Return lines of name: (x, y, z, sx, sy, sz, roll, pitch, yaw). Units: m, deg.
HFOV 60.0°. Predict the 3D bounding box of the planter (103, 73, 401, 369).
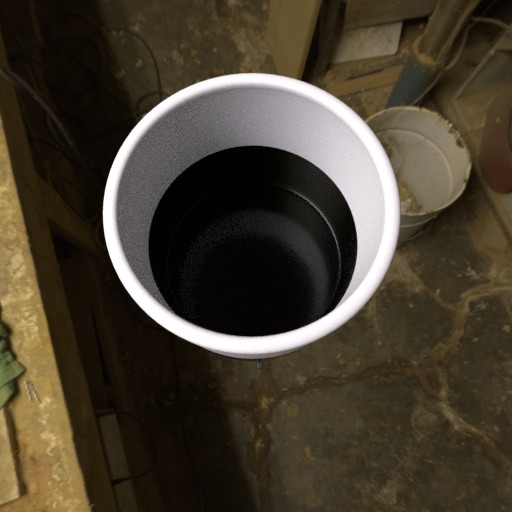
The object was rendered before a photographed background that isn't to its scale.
planter: (0.000, 0.000, 0.651, 0.310, 0.432, 0.310, -17, 76, -4)
